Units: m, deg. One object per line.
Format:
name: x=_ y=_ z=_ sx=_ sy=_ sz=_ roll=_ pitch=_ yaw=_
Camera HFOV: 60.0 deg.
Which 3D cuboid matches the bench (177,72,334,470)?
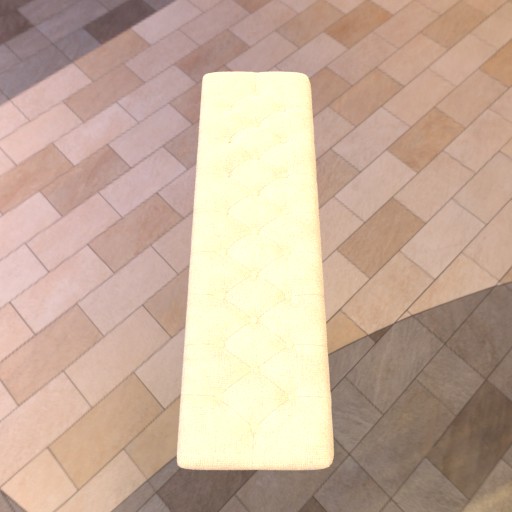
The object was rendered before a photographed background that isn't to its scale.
bench: x=0.000 y=0.000 z=1.714 sx=0.455 sy=0.467 sz=1.480 roll=0 pitch=66 yaw=0
